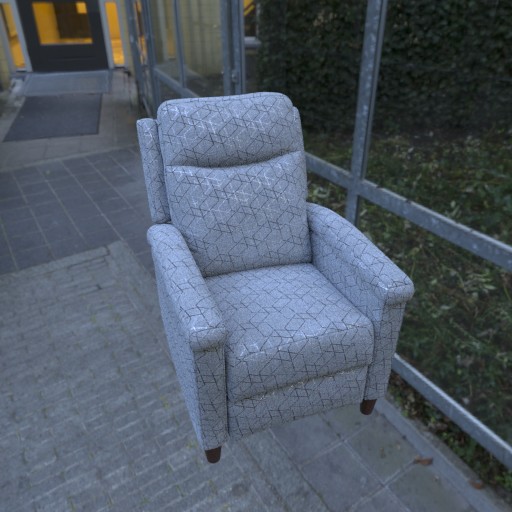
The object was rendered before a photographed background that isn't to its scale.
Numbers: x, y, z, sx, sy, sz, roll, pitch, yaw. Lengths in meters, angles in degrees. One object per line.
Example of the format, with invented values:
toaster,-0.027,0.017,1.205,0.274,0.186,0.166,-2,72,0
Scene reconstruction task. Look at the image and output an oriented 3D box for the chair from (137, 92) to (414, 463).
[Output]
chair,0.000,0.000,1.707,0.753,1.048,0.987,-10,33,-16
